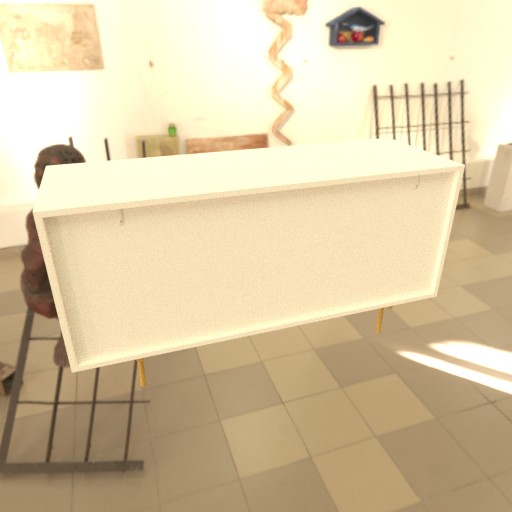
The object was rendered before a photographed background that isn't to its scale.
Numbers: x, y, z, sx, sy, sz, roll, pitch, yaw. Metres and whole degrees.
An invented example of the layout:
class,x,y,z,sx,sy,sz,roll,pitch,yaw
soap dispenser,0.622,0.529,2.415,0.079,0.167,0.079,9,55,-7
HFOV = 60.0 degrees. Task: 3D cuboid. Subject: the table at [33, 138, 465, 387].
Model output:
class,x,y,z,sx,sy,sz,roll,pitch,yaw
table,0.000,0.000,1.850,1.500,0.769,0.508,-9,28,-17
